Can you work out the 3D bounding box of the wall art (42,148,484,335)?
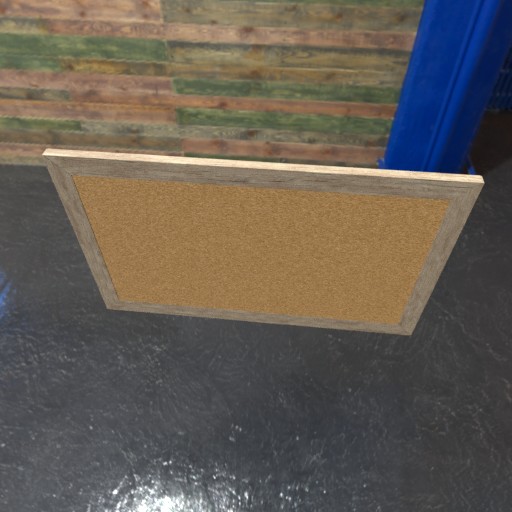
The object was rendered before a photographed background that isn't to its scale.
[{"bbox_3d":[0.000,0.000,0.961,0.780,0.480,0.021,4,48,4],"label":"wall art"}]
